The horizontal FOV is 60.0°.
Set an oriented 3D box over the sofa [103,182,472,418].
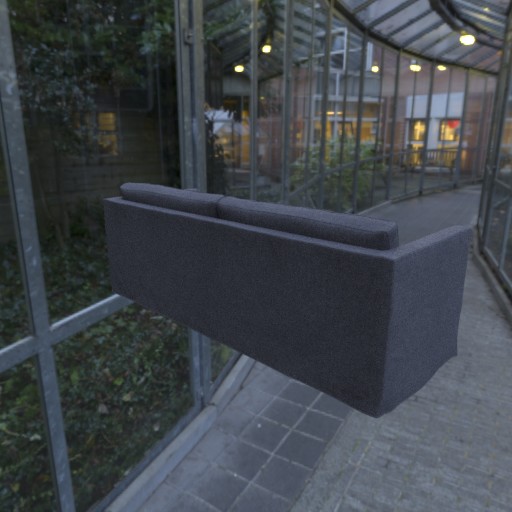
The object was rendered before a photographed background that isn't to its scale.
[{"bbox_3d":[0.000,0.000,3.369,2.779,0.998,1.036,15,21,42],"label":"sofa"}]
